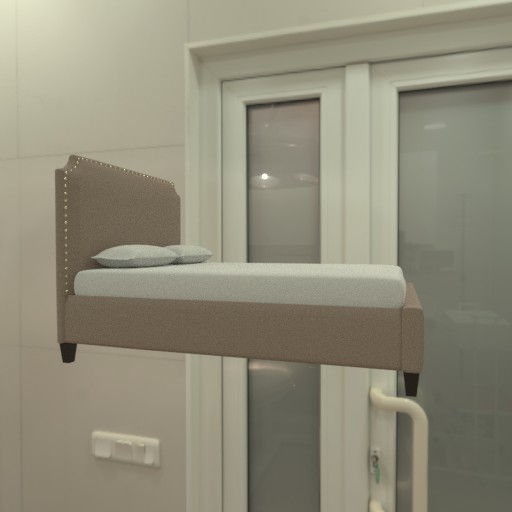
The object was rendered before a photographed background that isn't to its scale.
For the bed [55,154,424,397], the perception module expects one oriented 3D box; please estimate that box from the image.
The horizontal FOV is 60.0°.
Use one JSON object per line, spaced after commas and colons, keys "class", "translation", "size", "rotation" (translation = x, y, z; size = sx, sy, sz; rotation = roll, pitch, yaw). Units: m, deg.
{"class": "bed", "translation": [0.000, 0.000, 3.447], "size": [2.372, 1.443, 1.713], "rotation": [0, 1, 18]}
